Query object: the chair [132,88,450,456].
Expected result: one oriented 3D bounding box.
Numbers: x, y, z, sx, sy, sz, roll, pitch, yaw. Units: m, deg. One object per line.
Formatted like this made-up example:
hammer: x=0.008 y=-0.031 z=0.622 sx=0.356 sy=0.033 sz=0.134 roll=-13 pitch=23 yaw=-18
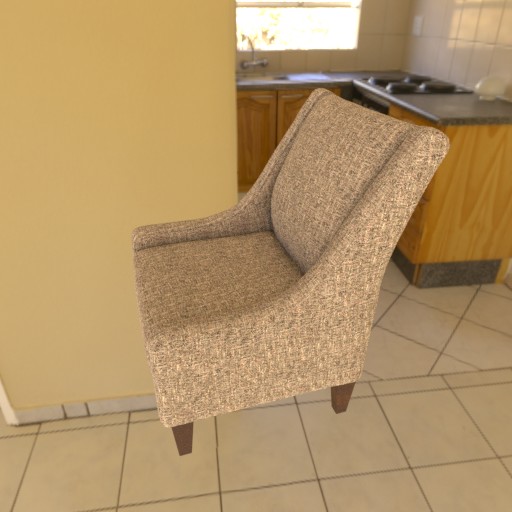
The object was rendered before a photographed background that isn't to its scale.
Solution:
chair: x=0.000 y=0.000 z=1.605 sx=0.870 sy=1.014 sz=0.774 roll=-9 pitch=31 yaw=-15
